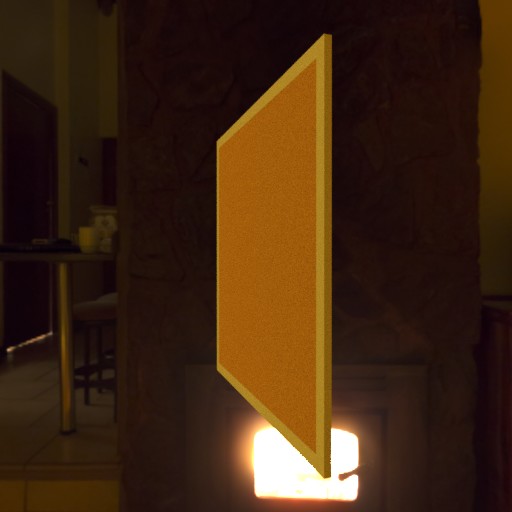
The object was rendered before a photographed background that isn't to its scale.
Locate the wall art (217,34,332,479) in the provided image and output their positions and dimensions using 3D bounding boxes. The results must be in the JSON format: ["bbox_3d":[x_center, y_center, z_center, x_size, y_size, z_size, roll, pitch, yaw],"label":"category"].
[{"bbox_3d":[0.000,0.000,0.672,0.009,0.457,0.456,0,0,-19],"label":"wall art"}]
